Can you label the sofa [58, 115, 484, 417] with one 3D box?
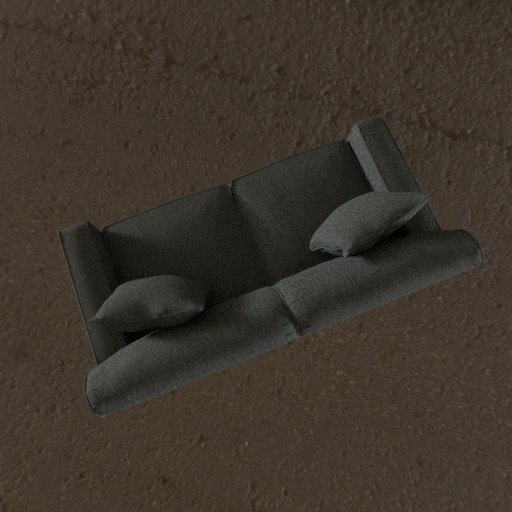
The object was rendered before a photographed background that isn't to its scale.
[{"bbox_3d":[0.000,0.000,2.396,1.846,0.958,0.998,-21,77,-5],"label":"sofa"}]
